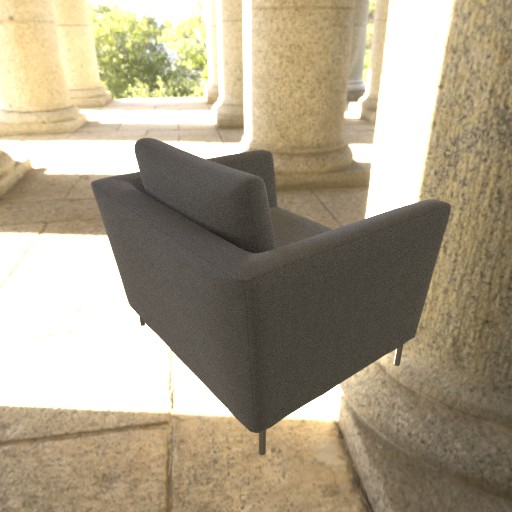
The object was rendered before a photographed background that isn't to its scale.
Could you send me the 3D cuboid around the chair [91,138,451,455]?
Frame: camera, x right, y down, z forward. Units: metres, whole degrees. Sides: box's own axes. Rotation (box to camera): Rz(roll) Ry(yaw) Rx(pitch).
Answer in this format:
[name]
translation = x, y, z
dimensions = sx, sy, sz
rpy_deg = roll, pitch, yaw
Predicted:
[chair]
translation = 0.000, 0.000, 1.719
dimensions = 0.889, 0.864, 1.041
rpy_deg = -19, 32, -33
